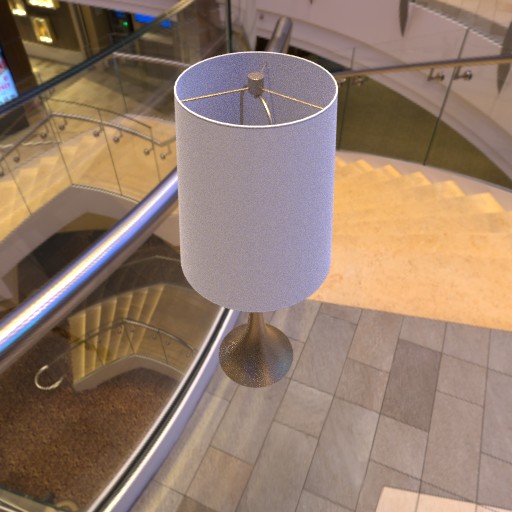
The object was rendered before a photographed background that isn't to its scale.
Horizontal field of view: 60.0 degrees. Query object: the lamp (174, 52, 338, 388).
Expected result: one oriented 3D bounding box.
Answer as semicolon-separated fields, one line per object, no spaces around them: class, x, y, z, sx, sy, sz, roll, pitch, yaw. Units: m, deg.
lamp;0.000;0.000;0.690;0.231;0.569;0.231;0;46;0
